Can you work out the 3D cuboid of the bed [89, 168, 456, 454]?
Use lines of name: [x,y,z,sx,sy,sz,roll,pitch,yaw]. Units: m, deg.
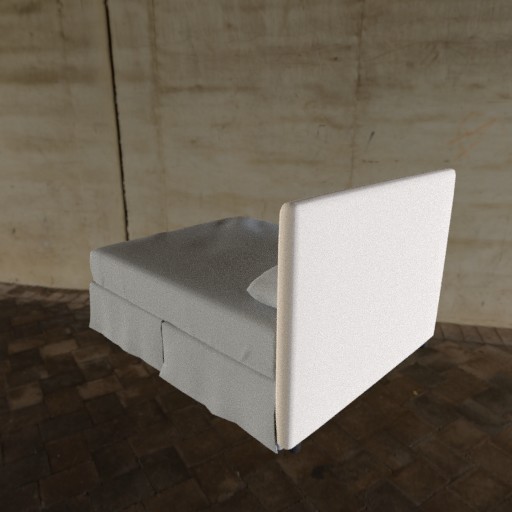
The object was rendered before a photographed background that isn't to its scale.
bed: [0.000,0.000,3.276,2.142,1.330,1.748,17,25,42]
